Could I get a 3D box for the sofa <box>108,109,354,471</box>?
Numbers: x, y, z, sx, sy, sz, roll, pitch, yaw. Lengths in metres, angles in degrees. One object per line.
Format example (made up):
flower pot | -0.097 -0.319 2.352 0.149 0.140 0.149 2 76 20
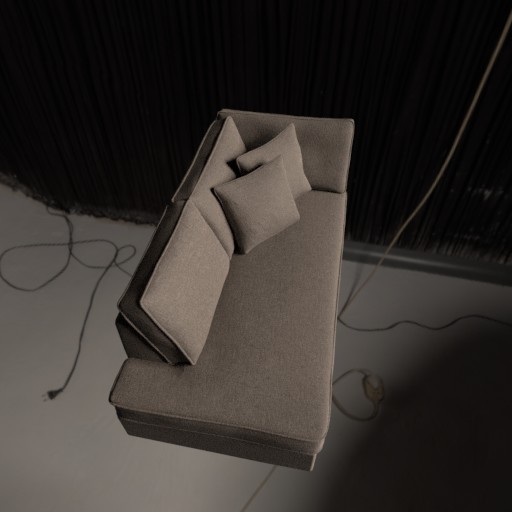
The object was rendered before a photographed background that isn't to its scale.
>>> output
sofa | 0.000 0.000 2.853 1.110 1.033 2.237 8 48 8
